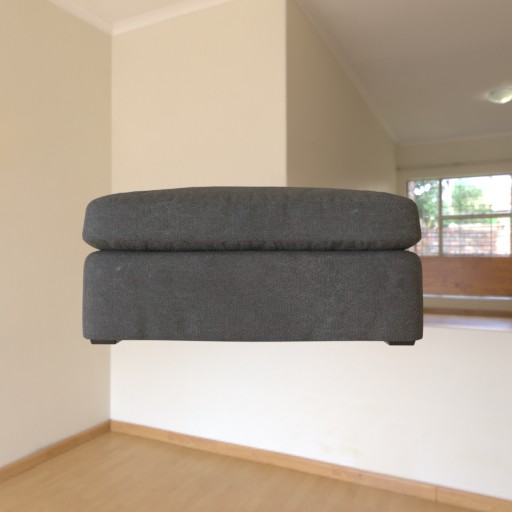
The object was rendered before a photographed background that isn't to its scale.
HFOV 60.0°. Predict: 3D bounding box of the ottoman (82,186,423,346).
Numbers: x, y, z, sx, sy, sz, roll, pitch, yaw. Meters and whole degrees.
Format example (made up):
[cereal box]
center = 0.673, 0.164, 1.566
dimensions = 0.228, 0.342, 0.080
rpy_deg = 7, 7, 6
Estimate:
[ottoman]
center = 0.000, 0.000, 1.629
dimensions = 0.840, 0.429, 1.199
rpy_deg = 0, 0, 1
